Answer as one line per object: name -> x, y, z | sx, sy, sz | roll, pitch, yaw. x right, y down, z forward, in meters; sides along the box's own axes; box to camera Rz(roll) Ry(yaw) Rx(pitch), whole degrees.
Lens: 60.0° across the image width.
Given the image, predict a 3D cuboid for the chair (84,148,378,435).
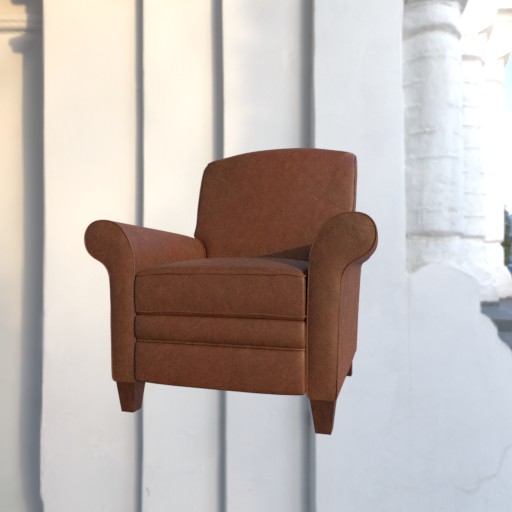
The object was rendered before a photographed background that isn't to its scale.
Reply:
chair -> 0.000, 0.000, 1.799 | 0.978, 1.061, 0.902 | 0, -1, 17
